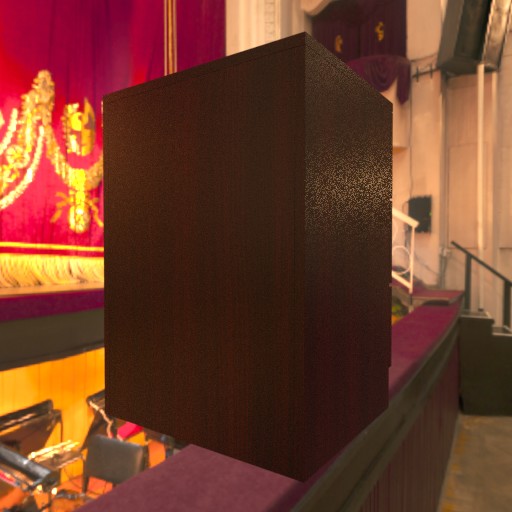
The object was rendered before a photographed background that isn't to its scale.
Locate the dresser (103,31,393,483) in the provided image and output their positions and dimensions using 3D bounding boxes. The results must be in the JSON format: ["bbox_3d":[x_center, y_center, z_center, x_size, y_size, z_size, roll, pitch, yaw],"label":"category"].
[{"bbox_3d":[0.000,0.000,0.809,0.400,0.560,0.360,1,1,35],"label":"dresser"}]
